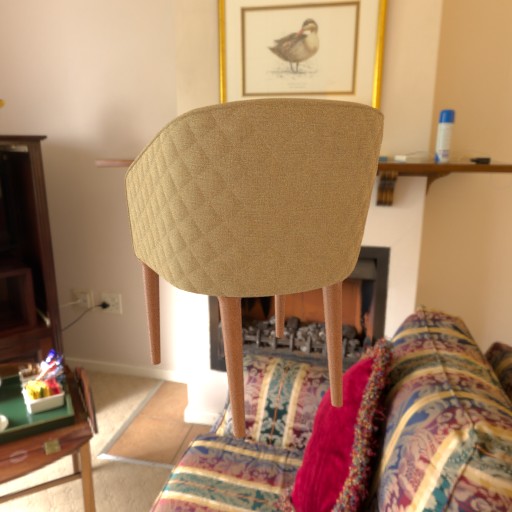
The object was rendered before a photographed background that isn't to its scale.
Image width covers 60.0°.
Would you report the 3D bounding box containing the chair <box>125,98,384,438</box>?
[{"bbox_3d":[0.000,0.000,1.229,0.584,0.775,0.616,-7,15,-26],"label":"chair"}]
